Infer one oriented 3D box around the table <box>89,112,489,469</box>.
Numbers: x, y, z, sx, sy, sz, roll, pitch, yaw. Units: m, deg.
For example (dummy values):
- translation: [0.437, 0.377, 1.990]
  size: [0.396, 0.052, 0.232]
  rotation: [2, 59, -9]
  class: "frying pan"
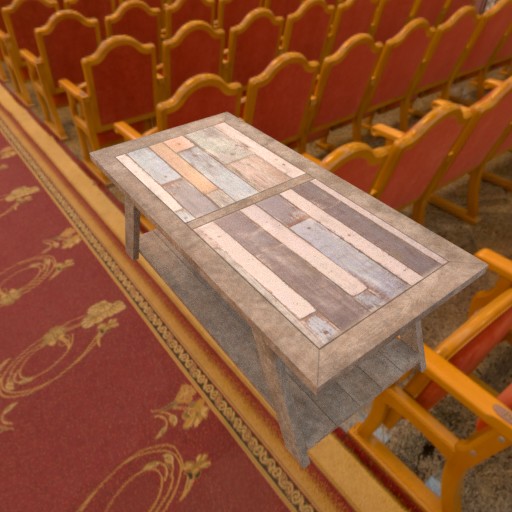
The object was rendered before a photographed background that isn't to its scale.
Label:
- translation: [0.000, 0.000, 1.544]
  size: [0.610, 0.470, 1.219]
  rotation: [-26, 47, -27]
  class: "table"
